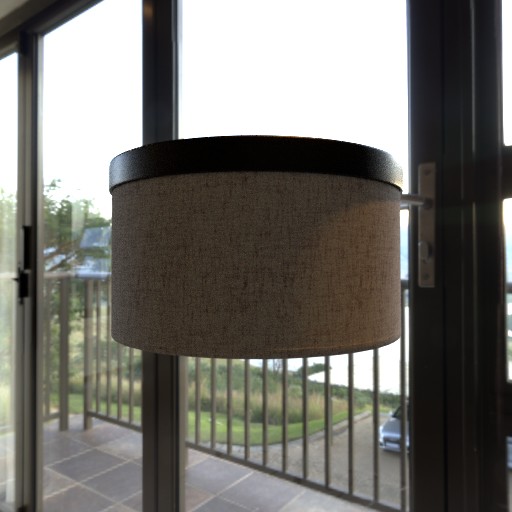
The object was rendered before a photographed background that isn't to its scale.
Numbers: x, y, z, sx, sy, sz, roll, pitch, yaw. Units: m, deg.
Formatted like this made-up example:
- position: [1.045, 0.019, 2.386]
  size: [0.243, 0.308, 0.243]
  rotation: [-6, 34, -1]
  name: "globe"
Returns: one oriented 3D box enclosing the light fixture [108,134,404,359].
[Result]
- position: [0.000, 0.000, 0.616]
  size: [0.389, 0.229, 0.389]
  rotation: [0, -1, 0]
  name: "light fixture"
